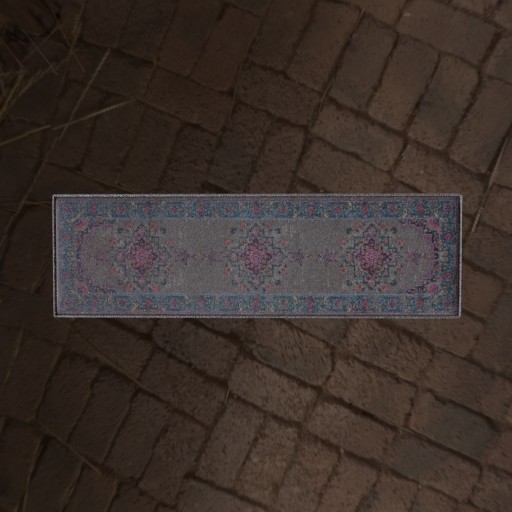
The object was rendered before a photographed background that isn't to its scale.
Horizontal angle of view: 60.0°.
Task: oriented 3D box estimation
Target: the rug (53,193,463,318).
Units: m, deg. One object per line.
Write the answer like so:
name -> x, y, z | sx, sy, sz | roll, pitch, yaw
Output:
rug -> 0.000, 0.000, 1.978 | 1.827, 0.012, 0.553 | 0, 91, 1
